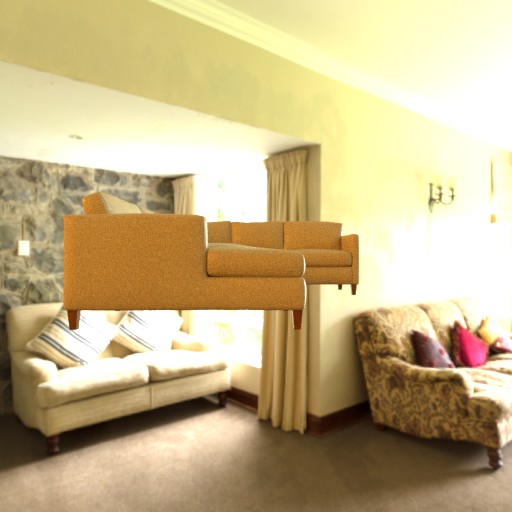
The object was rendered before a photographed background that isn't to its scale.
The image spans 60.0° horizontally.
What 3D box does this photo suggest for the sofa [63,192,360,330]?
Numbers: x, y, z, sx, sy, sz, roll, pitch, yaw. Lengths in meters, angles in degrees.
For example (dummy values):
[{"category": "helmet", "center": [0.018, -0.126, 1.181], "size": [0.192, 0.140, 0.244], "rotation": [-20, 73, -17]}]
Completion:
[{"category": "sofa", "center": [0.000, 0.000, 4.580], "size": [2.594, 0.961, 3.460], "rotation": [0, 0, -1]}]
